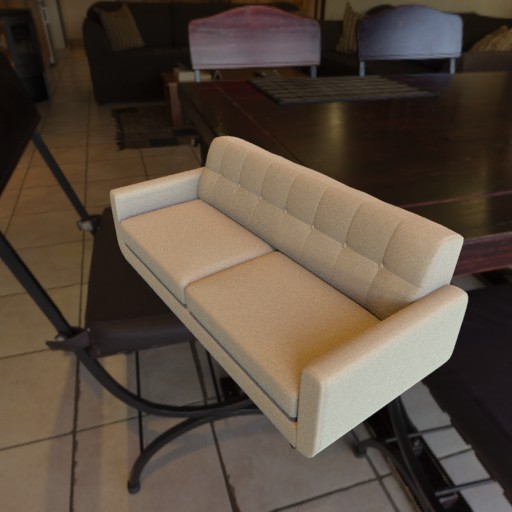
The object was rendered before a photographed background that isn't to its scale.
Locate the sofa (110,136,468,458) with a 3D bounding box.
[{"bbox_3d":[0.000,0.000,2.619,0.980,0.892,2.137,-21,37,-30],"label":"sofa"}]
